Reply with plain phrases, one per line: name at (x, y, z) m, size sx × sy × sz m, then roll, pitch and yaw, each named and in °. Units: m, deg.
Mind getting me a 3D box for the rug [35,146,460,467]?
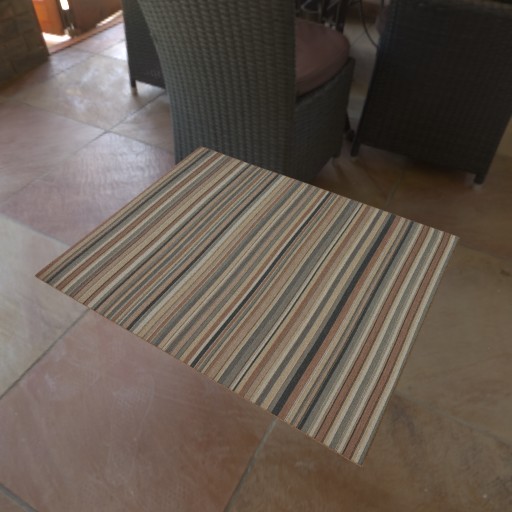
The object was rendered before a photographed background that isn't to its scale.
rug at (0.000, 0.000, 4.024) m, size 3.045 × 0.011 × 2.436 m, roll 24°, pitch 50°, yaw 21°
